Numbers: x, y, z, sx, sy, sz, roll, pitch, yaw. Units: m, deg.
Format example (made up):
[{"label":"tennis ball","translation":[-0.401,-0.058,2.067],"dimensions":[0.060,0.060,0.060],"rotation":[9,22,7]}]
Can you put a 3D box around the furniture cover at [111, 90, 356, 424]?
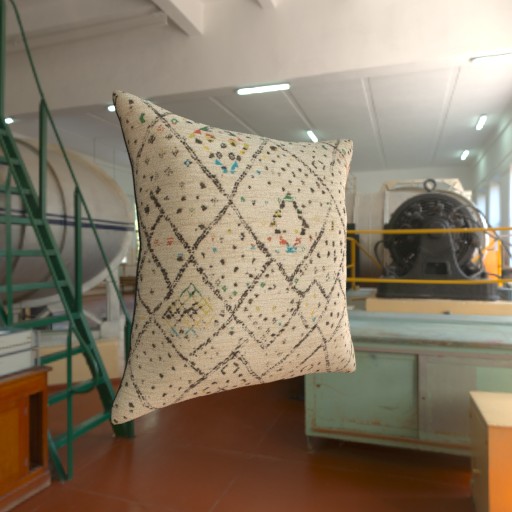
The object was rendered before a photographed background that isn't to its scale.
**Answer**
[{"label":"furniture cover","translation":[0.000,0.000,0.798],"dimensions":[0.525,0.498,0.180],"rotation":[0,0,-36]}]
